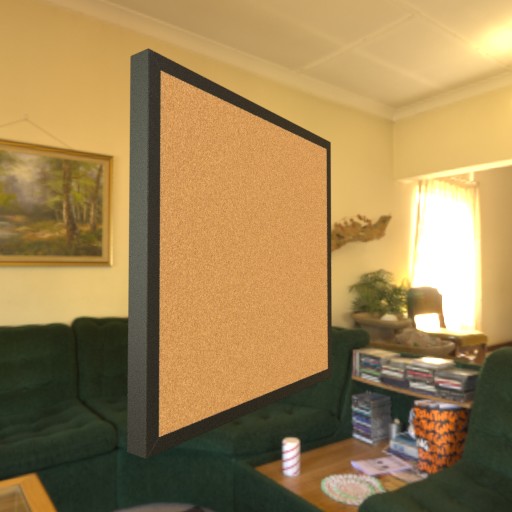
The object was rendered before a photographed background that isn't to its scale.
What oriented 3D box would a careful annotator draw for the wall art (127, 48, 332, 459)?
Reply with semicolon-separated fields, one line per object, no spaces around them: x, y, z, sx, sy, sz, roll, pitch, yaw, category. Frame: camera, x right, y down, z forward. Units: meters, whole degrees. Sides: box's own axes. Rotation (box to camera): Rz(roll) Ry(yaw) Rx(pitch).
0.000;0.000;0.762;0.036;0.508;0.508;-1;-2;36;wall art
